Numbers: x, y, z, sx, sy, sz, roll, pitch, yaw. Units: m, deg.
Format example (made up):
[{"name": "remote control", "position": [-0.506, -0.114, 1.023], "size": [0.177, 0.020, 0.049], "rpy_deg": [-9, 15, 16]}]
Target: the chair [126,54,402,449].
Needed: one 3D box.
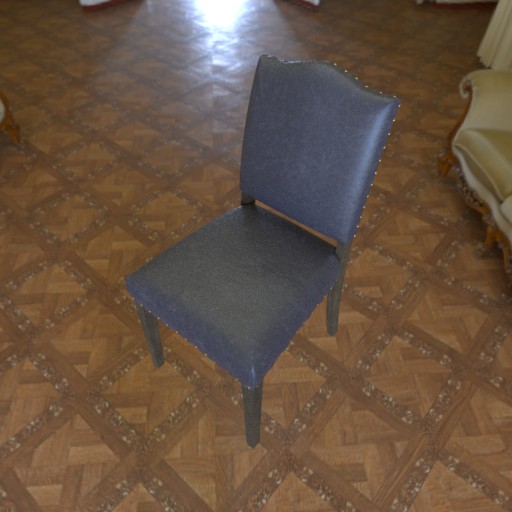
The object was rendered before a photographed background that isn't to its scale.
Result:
[{"name": "chair", "position": [0.000, 0.000, 1.348], "size": [0.500, 0.991, 0.633], "rpy_deg": [31, 53, 26]}]
